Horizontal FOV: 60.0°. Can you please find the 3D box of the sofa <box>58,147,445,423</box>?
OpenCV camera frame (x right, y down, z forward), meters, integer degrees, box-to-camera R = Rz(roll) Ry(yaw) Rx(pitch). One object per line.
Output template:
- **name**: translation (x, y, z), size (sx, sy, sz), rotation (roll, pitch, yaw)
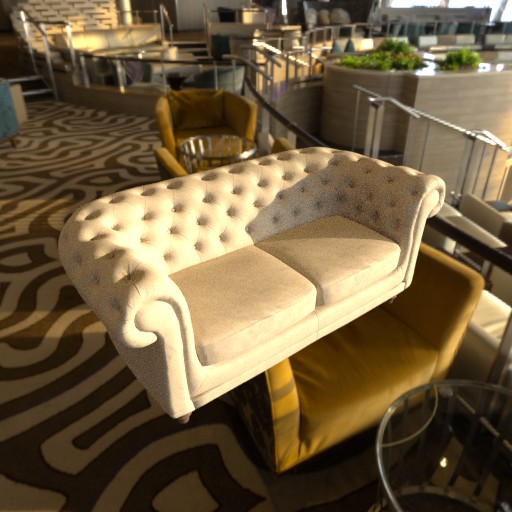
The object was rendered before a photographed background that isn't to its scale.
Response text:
- **sofa**: translation (0.000, 0.000, 2.502), size (1.988, 0.835, 1.069), rotation (-21, 36, -32)
